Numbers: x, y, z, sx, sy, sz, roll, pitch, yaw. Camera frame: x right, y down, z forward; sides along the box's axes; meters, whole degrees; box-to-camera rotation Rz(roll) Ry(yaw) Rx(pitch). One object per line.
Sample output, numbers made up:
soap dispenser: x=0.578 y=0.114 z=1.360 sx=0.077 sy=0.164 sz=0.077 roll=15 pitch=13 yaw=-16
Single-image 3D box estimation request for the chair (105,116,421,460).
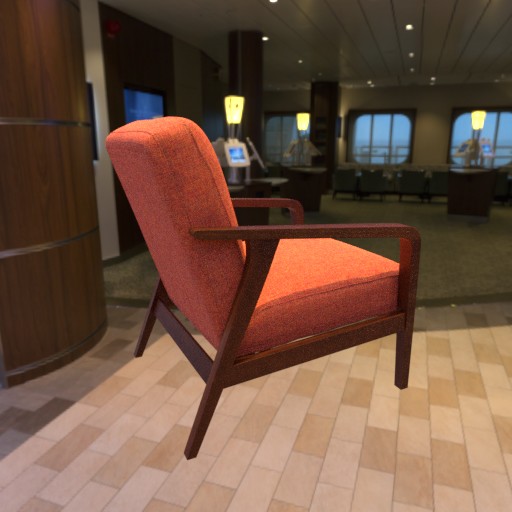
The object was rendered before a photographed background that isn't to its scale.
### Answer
chair: x=0.000 y=0.000 z=1.521 sx=0.860 sy=0.890 sz=0.719 roll=-7 pitch=16 yaw=-26
